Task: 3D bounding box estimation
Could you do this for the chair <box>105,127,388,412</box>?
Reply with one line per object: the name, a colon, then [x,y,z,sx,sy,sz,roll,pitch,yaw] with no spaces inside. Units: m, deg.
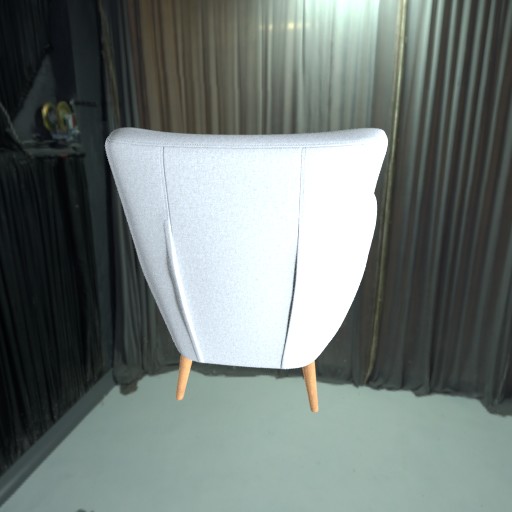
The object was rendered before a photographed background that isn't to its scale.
chair: [0.000,0.000,1.588,0.890,0.889,0.889,2,17,8]
